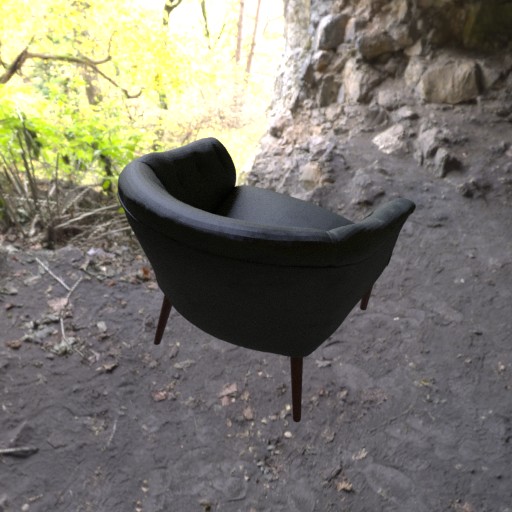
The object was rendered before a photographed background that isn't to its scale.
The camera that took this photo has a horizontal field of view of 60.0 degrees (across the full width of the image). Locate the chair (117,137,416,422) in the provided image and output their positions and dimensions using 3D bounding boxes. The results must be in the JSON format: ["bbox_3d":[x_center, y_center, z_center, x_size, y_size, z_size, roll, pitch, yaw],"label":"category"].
[{"bbox_3d":[0.000,0.000,1.544,0.851,0.885,0.776,23,49,21],"label":"chair"}]
